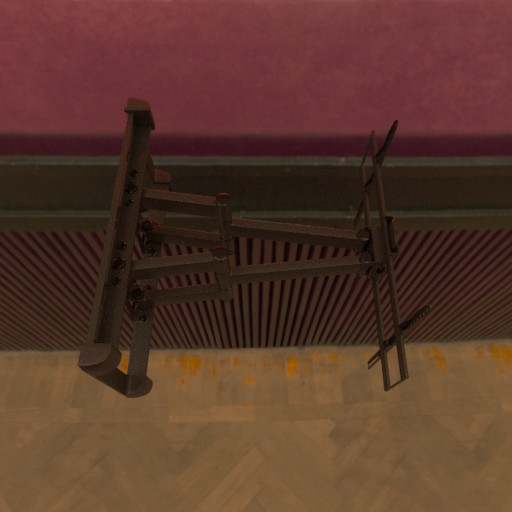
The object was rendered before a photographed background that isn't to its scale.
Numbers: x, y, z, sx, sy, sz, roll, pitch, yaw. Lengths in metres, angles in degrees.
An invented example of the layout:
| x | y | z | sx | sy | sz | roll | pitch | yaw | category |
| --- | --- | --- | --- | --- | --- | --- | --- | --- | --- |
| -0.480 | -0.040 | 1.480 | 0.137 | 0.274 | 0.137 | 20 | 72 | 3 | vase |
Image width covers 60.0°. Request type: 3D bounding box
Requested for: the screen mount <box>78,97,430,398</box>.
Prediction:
| x | y | z | sx | sy | sz | roll | pitch | yaw | category |
| --- | --- | --- | --- | --- | --- | --- | --- | --- | --- |
| 0.000 | 0.000 | 1.125 | 0.644 | 0.491 | 0.661 | 1 | 64 | 0 | screen mount |
